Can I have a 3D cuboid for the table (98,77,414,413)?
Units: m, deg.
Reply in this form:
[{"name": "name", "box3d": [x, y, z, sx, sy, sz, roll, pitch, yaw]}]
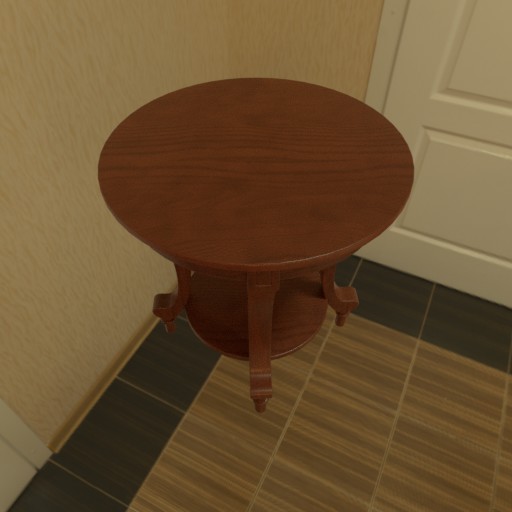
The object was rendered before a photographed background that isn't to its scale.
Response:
[{"name": "table", "box3d": [0.000, 0.000, 1.081, 0.597, 0.612, 0.597, 0, 47, 0]}]
